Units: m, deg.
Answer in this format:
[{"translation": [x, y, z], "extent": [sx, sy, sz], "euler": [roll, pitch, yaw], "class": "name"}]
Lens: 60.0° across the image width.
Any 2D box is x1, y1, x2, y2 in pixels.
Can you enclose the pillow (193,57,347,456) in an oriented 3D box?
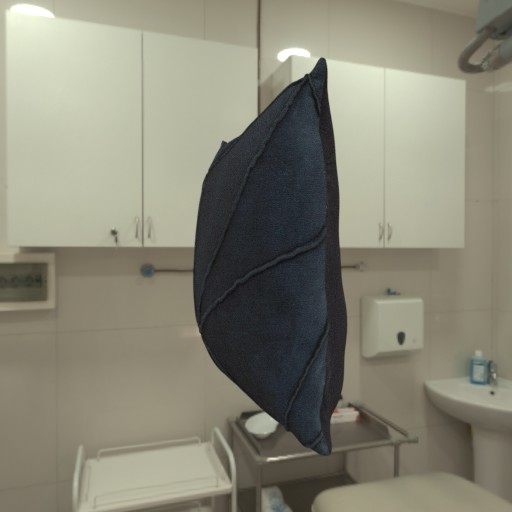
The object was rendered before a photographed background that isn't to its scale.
[{"translation": [0.000, 0.000, 0.674], "extent": [0.183, 0.440, 0.439], "euler": [0, 1, -18], "class": "pillow"}]
